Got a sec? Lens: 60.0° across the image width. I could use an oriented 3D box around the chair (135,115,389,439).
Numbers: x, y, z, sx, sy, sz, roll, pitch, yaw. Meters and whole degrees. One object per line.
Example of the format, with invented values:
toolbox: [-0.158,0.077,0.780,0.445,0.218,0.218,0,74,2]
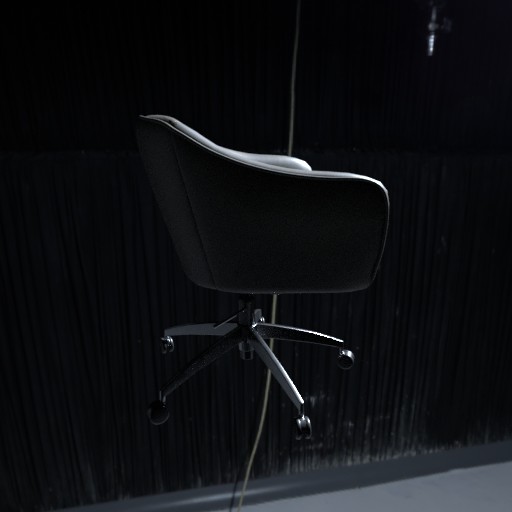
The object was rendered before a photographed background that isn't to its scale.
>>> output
chair: [0.000,0.000,1.371,0.689,0.827,0.713,-3,17,-10]
